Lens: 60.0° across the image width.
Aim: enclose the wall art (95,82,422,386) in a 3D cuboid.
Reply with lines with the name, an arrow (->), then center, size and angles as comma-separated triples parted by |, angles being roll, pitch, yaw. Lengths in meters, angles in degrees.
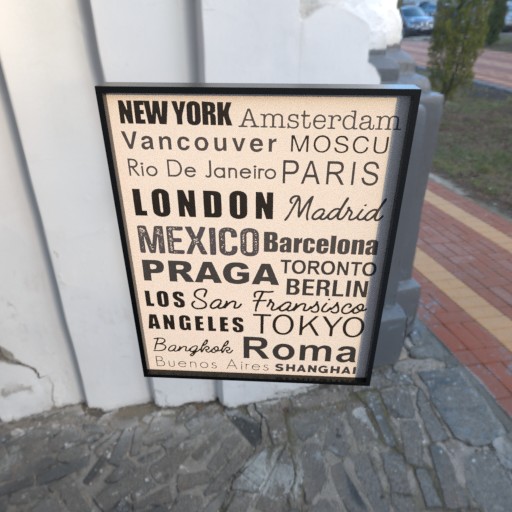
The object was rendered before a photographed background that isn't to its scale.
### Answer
wall art -> 0.000, 0.000, 0.758 | 0.448, 0.551, 0.038 | 2, 30, 3
